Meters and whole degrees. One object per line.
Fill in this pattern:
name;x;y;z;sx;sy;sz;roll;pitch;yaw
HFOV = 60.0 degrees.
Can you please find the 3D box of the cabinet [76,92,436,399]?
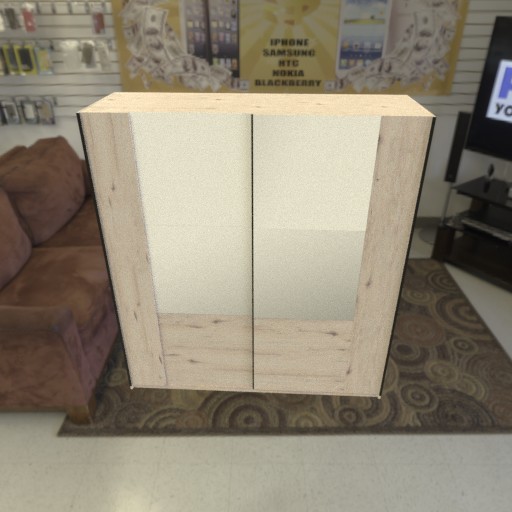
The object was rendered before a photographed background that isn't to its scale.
cabinet;0.000;0.000;3.283;2.000;2.180;0.660;1;30;3
